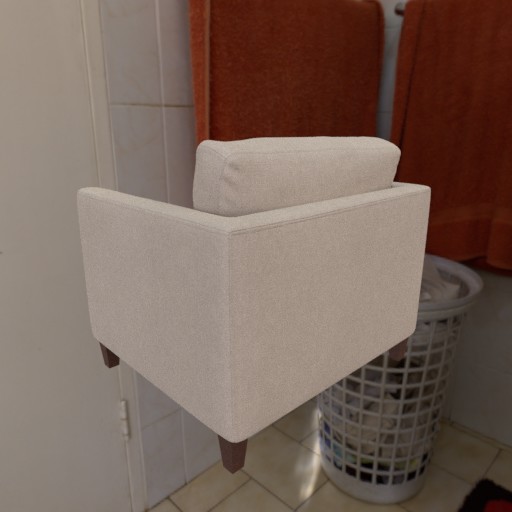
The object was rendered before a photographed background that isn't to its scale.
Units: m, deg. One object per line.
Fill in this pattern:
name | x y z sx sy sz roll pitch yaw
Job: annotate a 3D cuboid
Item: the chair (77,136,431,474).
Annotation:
chair | 0.000 0.000 1.822 1.107 0.961 0.959 -15 22 -41
